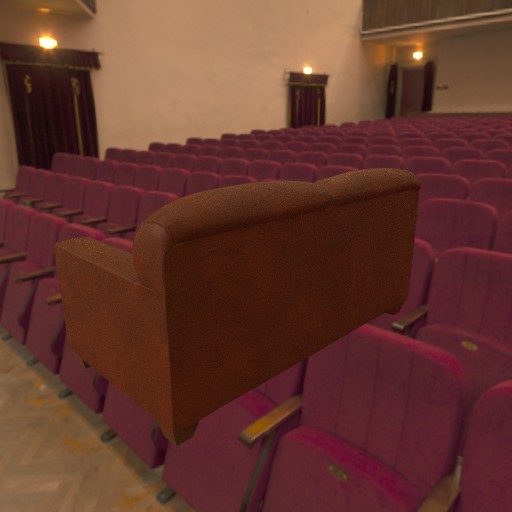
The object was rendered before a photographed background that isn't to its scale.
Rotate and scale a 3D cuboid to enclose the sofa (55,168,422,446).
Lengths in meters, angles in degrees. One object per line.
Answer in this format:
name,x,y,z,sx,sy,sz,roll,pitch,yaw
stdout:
sofa,0.000,0.000,2.465,1.856,0.966,1.000,-17,24,-42
